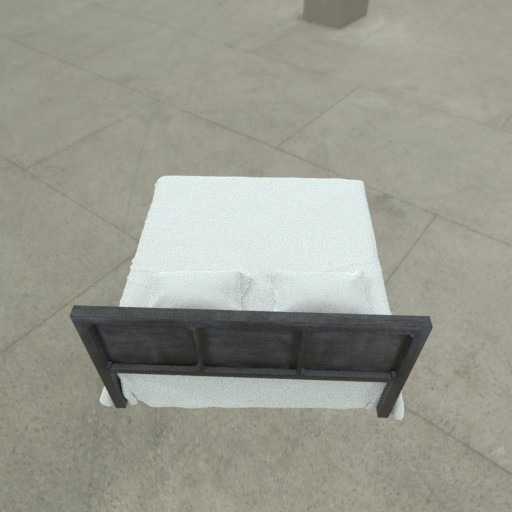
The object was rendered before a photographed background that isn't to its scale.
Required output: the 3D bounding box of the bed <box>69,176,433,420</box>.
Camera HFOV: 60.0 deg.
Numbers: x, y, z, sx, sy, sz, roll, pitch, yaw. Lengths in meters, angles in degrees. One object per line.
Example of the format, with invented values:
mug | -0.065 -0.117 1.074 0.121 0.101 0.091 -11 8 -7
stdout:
bed | 0.000 0.000 3.599 2.255 1.158 2.165 2 46 2
